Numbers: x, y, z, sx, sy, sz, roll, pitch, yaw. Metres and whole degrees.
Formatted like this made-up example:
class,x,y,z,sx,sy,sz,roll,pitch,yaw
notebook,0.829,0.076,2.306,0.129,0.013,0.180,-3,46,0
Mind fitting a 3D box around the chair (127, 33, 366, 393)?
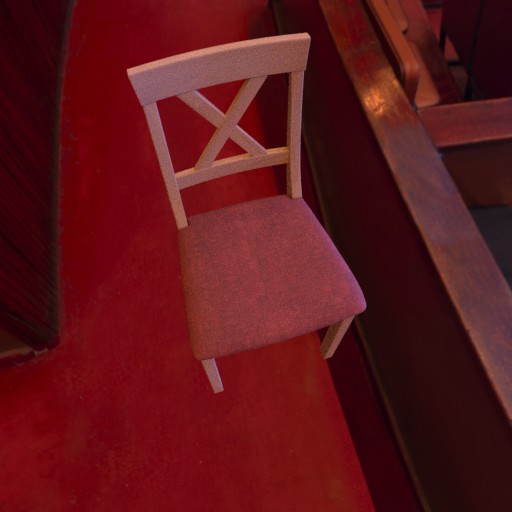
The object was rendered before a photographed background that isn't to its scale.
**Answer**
class,x,y,z,sx,sy,sz,roll,pitch,yaw
chair,0.000,0.000,1.174,0.439,0.912,0.492,-15,63,-8
